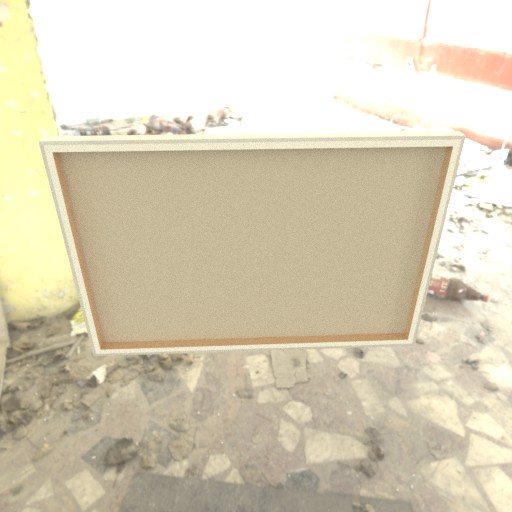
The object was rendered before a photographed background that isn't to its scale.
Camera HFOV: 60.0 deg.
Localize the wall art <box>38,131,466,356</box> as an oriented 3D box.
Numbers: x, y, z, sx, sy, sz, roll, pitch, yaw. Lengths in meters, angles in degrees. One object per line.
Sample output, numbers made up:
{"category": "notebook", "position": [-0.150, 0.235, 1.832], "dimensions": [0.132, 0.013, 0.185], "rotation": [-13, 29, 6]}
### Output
{"category": "wall art", "position": [0.000, 0.000, 1.121], "dimensions": [0.915, 0.610, 0.038], "rotation": [-1, 31, -2]}
